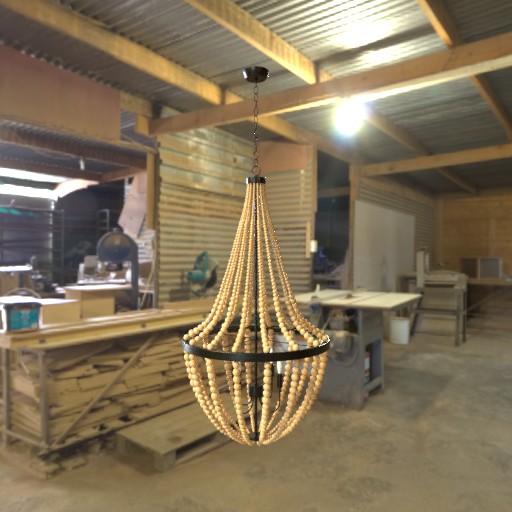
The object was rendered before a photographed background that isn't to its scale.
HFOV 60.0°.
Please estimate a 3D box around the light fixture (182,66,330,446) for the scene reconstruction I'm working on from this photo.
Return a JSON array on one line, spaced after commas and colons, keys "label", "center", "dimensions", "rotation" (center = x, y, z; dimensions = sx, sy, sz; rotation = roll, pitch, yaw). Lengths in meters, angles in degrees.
[{"label": "light fixture", "center": [0.000, 0.000, 1.363], "dimensions": [0.450, 1.133, 0.450], "rotation": [0, 0, 0]}]
